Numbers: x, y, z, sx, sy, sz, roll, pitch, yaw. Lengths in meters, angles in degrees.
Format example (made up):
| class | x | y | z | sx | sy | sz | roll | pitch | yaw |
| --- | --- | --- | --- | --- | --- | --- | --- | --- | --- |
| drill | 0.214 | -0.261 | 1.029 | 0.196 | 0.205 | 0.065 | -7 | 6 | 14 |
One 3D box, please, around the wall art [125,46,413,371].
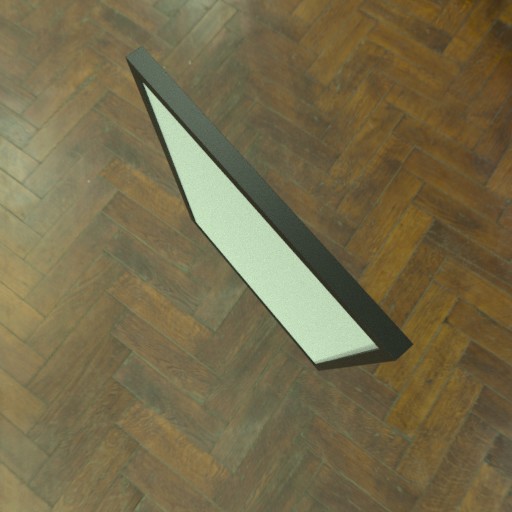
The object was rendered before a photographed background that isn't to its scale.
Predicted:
| class | x | y | z | sx | sy | sz | roll | pitch | yaw |
| --- | --- | --- | --- | --- | --- | --- | --- | --- | --- |
| wall art | 0.000 | 0.000 | 0.534 | 0.018 | 0.397 | 0.325 | -39 | 78 | -10 |
